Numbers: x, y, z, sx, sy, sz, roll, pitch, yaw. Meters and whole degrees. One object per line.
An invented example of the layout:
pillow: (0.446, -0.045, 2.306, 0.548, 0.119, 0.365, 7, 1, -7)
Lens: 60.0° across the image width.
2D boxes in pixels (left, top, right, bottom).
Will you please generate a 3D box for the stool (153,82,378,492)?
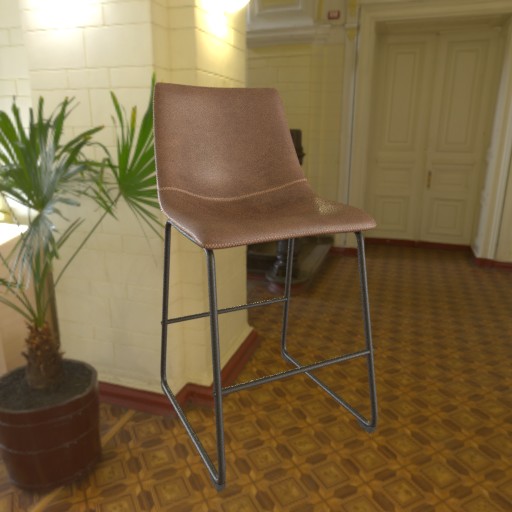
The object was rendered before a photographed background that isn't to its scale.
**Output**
stool: (0.000, 0.000, 1.177, 0.460, 0.890, 0.550, -8, 18, -26)
